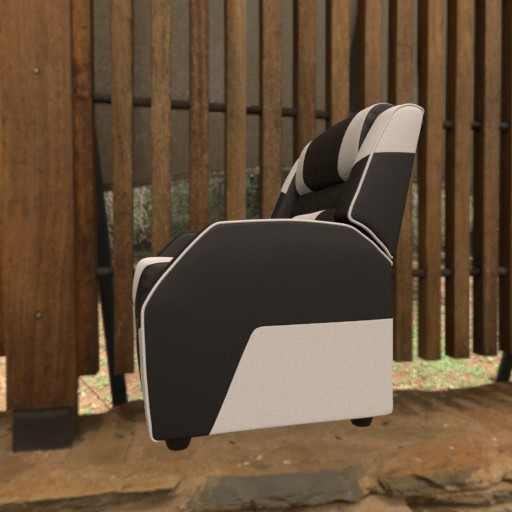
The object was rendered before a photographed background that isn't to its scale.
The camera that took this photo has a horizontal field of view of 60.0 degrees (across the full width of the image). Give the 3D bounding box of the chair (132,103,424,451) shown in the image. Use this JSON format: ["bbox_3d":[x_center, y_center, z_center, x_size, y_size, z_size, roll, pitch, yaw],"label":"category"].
[{"bbox_3d":[0.000,0.000,1.259,0.672,0.805,0.620,0,0,-17],"label":"chair"}]
